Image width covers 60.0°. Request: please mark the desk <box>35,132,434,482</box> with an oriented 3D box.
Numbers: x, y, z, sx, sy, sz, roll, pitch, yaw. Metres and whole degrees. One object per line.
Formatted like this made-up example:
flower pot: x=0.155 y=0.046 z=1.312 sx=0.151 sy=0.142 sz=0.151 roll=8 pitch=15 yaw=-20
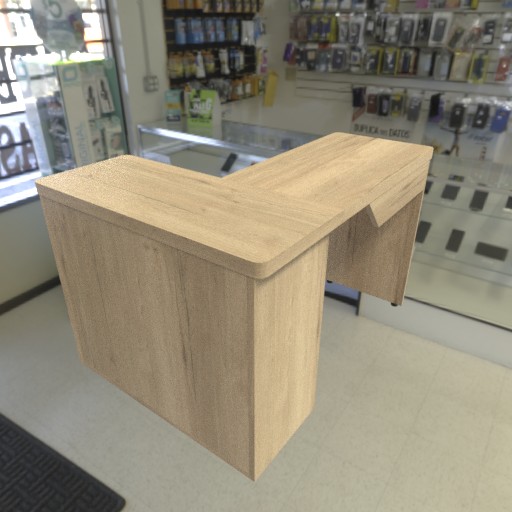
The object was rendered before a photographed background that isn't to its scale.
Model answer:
desk: x=0.000 y=0.000 z=1.757 sx=0.900 sy=0.760 sz=1.169 roll=20 pitch=34 yaw=32
